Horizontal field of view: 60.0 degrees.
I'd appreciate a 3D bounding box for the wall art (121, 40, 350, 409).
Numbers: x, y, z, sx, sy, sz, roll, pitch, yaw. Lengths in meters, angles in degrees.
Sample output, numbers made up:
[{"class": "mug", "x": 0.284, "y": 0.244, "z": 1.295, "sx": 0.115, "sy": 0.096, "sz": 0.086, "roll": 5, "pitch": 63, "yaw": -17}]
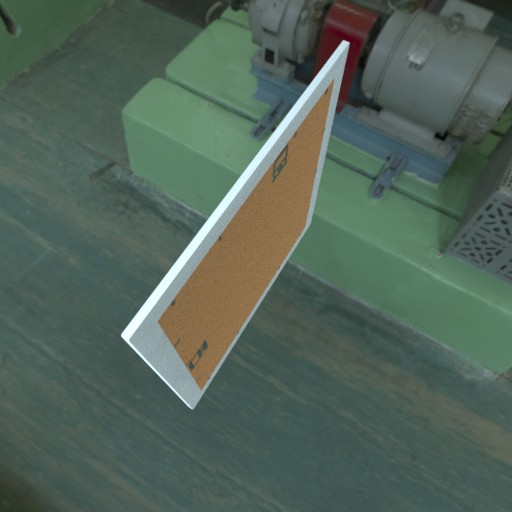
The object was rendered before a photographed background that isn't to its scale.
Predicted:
[{"class": "wall art", "x": 0.000, "y": 0.000, "z": 0.880, "sx": 0.013, "sy": 0.584, "sz": 0.584, "roll": 28, "pitch": 67, "yaw": 13}]
